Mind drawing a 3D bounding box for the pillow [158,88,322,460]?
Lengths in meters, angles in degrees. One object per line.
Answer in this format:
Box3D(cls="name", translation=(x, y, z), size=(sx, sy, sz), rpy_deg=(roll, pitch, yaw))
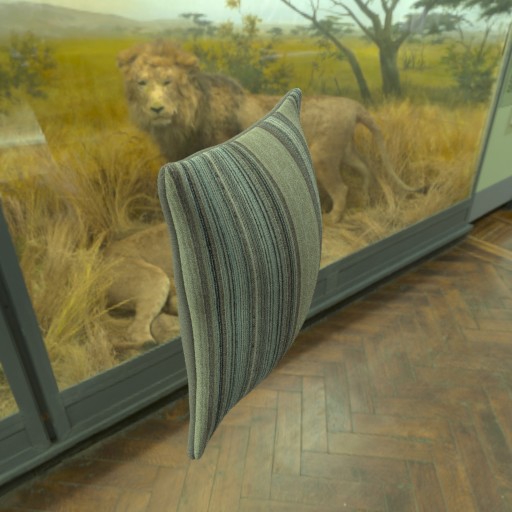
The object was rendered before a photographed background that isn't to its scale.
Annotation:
Box3D(cls="pillow", translation=(0.000, 0.000, 0.669), size=(0.189, 0.416, 0.435), rpy_deg=(11, 32, 18))
